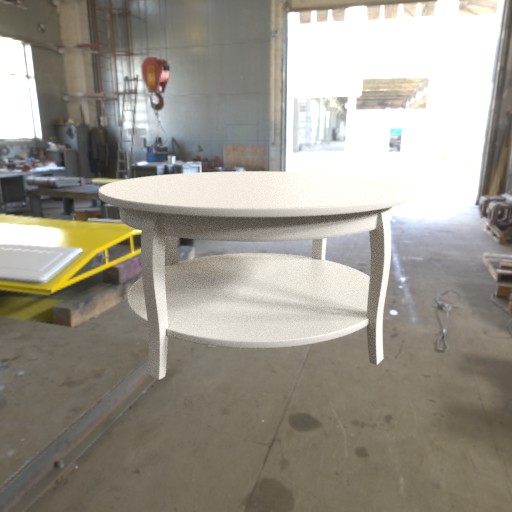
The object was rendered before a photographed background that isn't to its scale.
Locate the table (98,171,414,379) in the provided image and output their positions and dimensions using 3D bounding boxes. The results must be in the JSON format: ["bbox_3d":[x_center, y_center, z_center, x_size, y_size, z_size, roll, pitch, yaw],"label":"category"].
[{"bbox_3d":[0.000,0.000,1.413,0.910,0.457,0.910,0,16,0],"label":"table"}]
